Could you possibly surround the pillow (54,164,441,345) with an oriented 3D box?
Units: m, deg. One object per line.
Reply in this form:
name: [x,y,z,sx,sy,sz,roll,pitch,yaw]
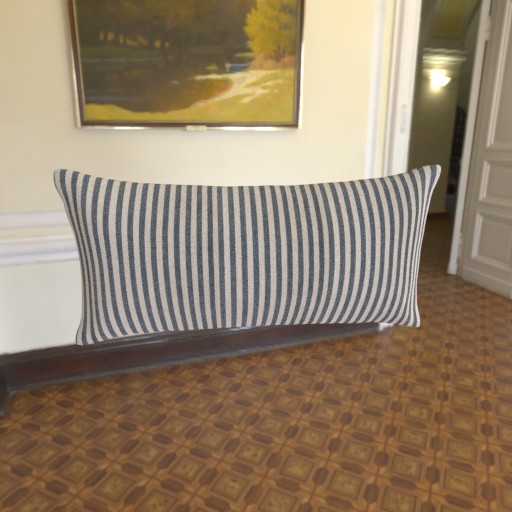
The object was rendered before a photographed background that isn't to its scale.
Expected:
pillow: [0.000,0.000,0.742,0.617,0.295,0.151,-2,16,-6]
